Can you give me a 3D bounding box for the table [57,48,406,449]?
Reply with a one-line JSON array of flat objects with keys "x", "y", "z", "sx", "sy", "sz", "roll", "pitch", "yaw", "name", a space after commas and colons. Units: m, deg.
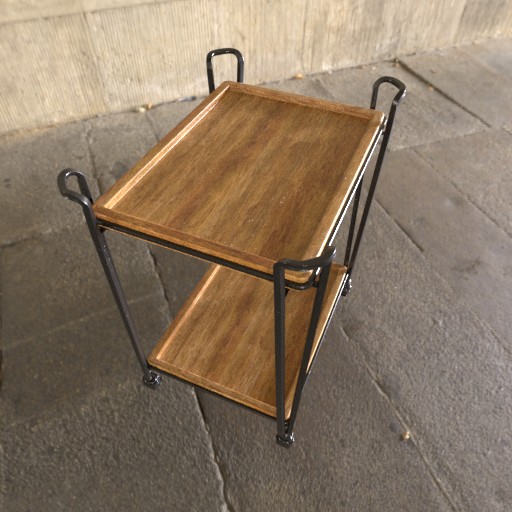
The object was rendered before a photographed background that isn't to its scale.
[{"x": 0.000, "y": 0.000, "z": 1.183, "sx": 0.505, "sy": 0.785, "sz": 0.672, "roll": 18, "pitch": 49, "yaw": 16, "name": "table"}]
